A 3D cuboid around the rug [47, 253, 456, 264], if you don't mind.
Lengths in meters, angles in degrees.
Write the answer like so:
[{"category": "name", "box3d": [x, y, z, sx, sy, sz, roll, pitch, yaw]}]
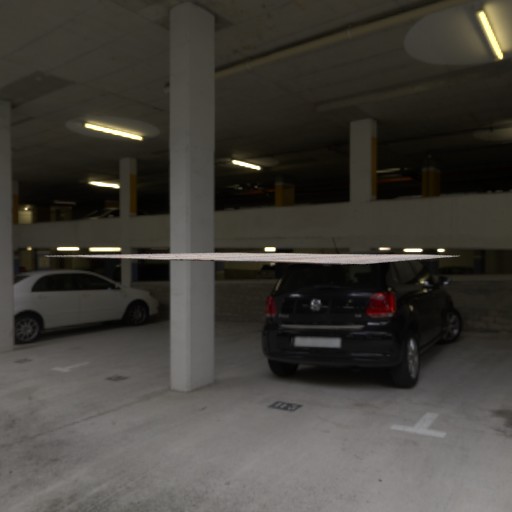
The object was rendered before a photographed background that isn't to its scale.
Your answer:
[{"category": "rug", "box3d": [0.000, 0.000, 3.958, 3.000, 0.012, 2.371, 1, 1, 36]}]
